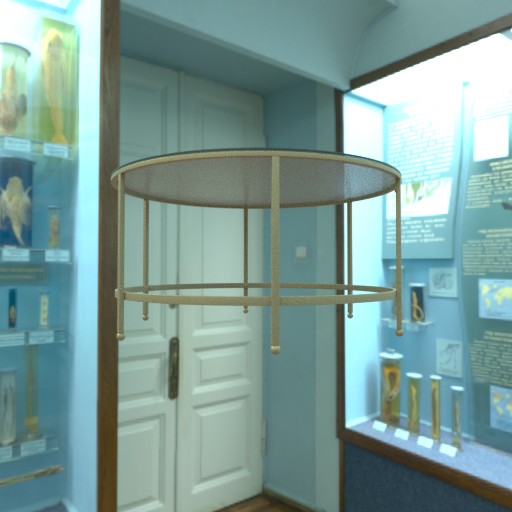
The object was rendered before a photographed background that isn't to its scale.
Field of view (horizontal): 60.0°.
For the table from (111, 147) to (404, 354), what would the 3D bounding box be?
[{"bbox_3d":[0.000,0.000,1.456,0.914,0.470,0.914,0,-1,0],"label":"table"}]
